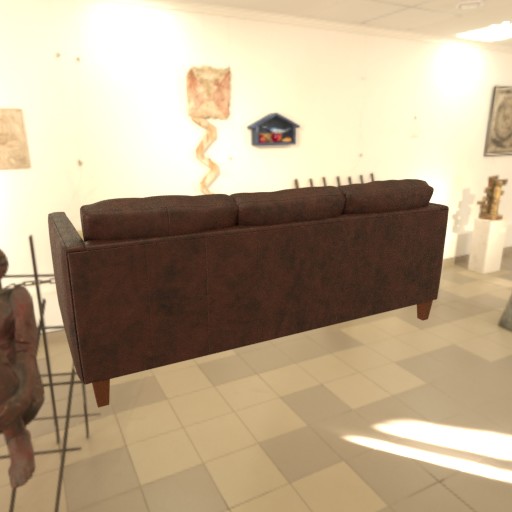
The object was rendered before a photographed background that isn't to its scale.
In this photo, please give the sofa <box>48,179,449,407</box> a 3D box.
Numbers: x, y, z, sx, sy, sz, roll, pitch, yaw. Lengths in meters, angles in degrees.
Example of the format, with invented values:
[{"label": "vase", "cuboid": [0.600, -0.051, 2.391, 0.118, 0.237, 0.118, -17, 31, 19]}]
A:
[{"label": "sofa", "cuboid": [0.000, 0.000, 2.983, 2.464, 1.006, 1.045, -8, 18, -27]}]
